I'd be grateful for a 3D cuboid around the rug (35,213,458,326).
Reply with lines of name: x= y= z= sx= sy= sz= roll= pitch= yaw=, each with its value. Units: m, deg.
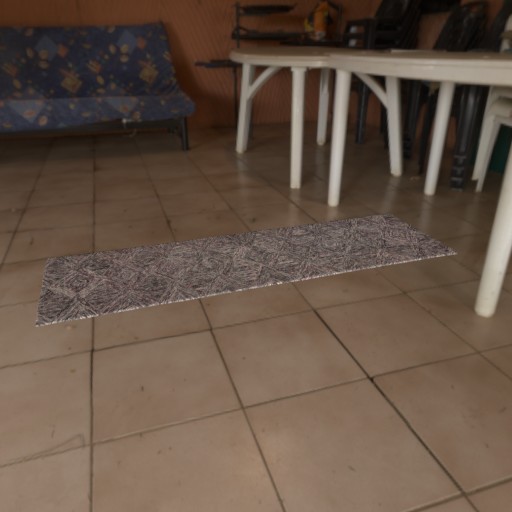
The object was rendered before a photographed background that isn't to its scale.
rug: x=0.000 y=0.000 z=2.588 sx=2.305 sy=0.013 sz=0.719 roll=-9 pitch=27 yaw=-17
